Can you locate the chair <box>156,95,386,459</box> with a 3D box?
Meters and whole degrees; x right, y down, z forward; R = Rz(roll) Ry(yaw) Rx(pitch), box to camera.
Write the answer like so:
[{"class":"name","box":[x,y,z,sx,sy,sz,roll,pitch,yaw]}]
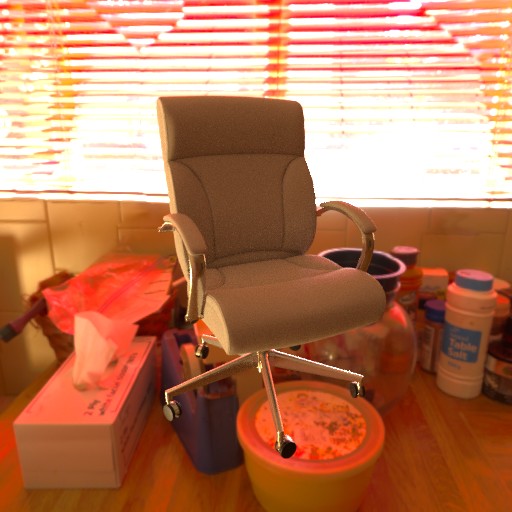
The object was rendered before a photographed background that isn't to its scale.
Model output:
[{"class":"chair","box":[0.000,0.000,1.571,0.727,1.099,0.745,-8,18,-25]}]
